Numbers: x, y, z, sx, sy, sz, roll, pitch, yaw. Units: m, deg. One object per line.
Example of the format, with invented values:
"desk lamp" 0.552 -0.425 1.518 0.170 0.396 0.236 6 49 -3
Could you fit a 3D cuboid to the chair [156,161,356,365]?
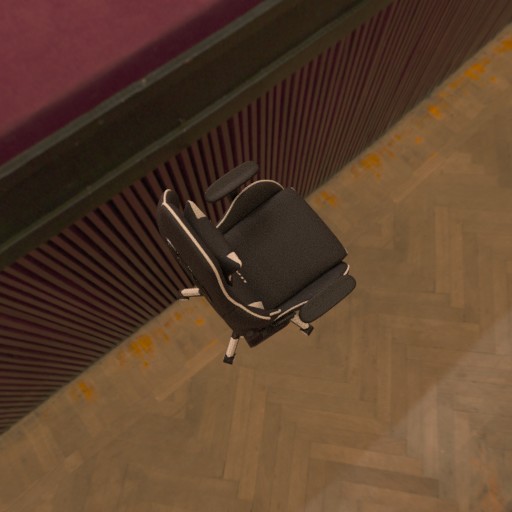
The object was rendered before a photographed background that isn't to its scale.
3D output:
"chair" 0.000 0.000 1.698 0.700 1.240 0.700 -36 77 -10
